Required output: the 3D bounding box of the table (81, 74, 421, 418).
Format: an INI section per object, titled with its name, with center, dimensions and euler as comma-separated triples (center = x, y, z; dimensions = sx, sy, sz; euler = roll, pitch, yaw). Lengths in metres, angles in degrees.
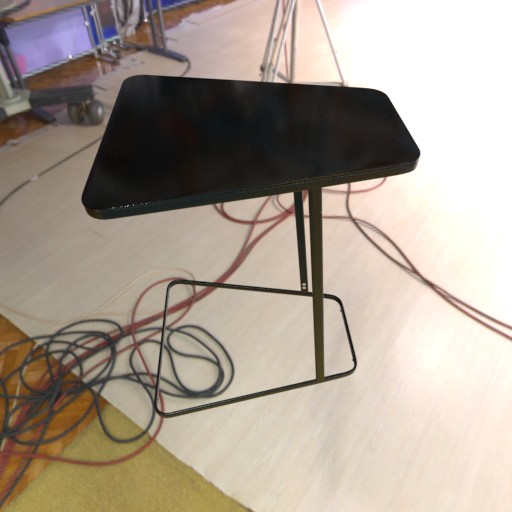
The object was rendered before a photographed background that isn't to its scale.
[table]
center = 0.000, 0.000, 0.963
dimensions = 0.500, 0.624, 0.427
euler = -2, 45, -2
